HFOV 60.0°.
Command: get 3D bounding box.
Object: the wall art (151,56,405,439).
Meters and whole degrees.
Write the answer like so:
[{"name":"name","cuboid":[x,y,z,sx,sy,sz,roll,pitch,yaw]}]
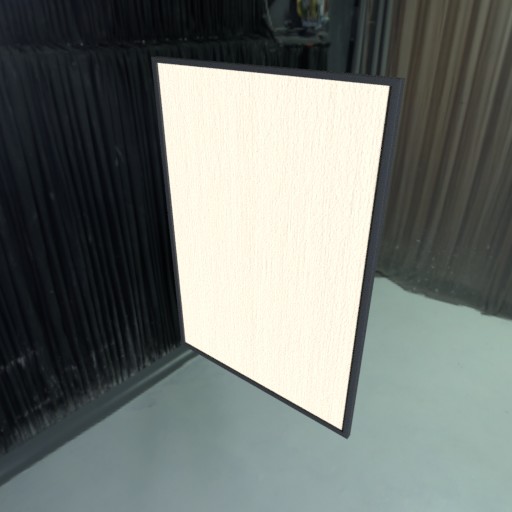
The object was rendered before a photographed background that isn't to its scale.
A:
[{"name":"wall art","cuboid":[0.000,0.000,0.827,0.457,0.657,0.013,21,35,32]}]
